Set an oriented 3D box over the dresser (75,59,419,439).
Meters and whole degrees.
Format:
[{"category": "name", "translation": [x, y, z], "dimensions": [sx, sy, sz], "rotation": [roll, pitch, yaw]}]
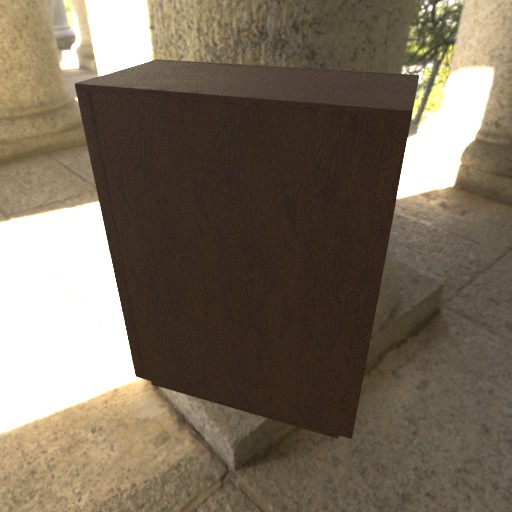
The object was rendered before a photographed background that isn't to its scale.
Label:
[{"category": "dresser", "translation": [0.000, 0.000, 1.741], "dimensions": [0.964, 1.320, 0.516], "rotation": [11, 34, 16]}]
